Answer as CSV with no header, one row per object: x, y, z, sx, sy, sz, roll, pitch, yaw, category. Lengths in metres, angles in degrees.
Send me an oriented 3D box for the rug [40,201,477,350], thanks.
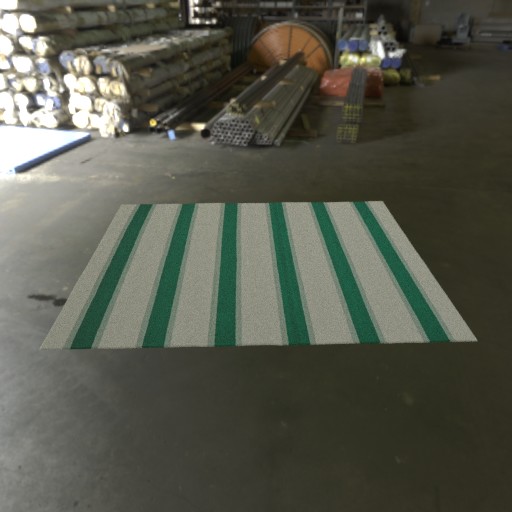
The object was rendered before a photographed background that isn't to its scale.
0.000,0.000,4.113,3.041,0.019,2.434,-1,31,-1,rug
